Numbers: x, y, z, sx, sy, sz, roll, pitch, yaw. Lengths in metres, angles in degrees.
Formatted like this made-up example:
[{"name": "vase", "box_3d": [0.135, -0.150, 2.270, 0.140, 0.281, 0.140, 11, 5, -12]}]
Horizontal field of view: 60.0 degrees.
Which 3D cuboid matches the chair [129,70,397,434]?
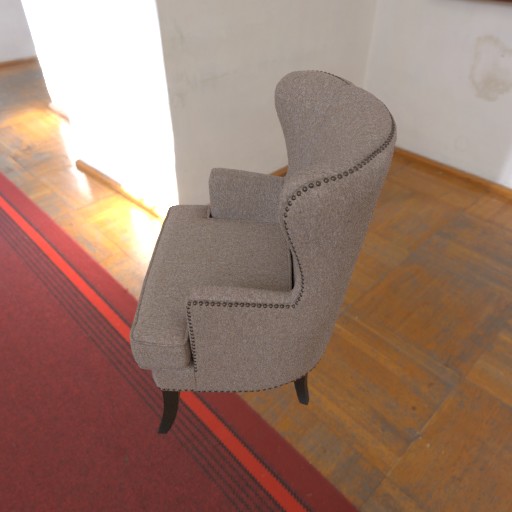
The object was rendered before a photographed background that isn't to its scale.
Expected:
[{"name": "chair", "box_3d": [0.000, 0.000, 1.552, 0.758, 1.060, 0.759, 1, 40, 1]}]
